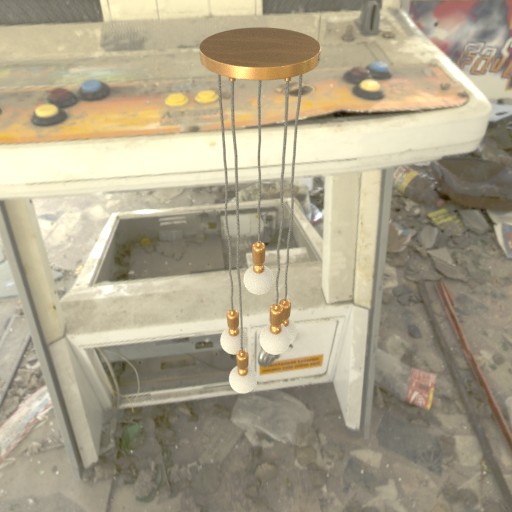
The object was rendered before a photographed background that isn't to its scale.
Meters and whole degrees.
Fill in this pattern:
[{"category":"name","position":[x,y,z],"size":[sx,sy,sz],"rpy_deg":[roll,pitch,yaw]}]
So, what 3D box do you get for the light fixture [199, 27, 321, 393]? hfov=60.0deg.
[{"category":"light fixture","position":[0.000,0.000,0.507],"size":[0.105,0.457,0.108],"rpy_deg":[13,44,13]}]
